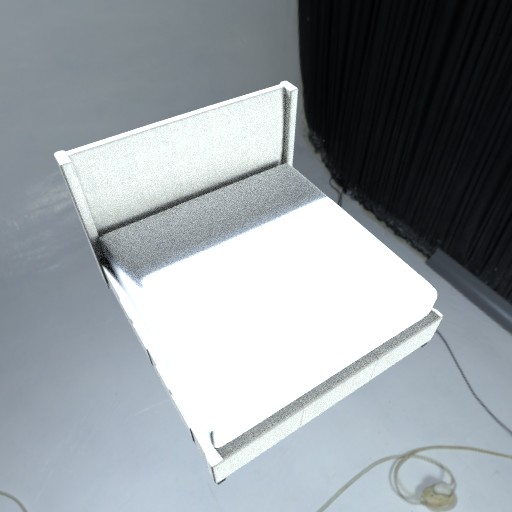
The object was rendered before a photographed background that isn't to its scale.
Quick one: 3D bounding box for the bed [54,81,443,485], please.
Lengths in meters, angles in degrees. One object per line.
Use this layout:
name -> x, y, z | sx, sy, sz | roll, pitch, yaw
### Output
bed -> 0.000, 0.000, 3.593 | 2.140, 1.470, 2.280 | -25, 52, -22
